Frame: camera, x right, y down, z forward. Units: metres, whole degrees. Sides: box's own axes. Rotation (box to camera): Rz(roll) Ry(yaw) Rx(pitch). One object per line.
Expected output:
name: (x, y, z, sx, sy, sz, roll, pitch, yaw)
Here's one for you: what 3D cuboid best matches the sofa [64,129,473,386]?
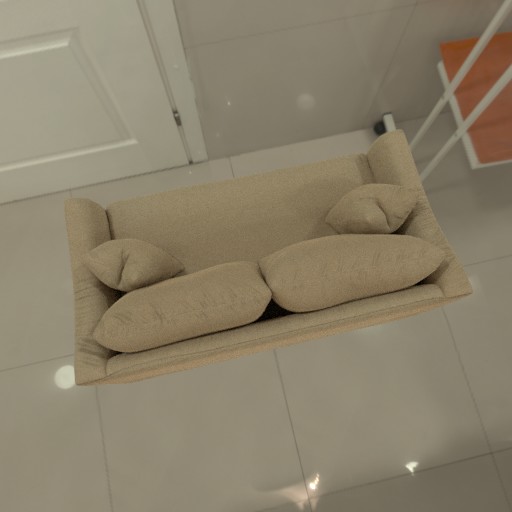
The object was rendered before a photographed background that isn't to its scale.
sofa: (0.000, 0.000, 2.611, 2.010, 1.018, 1.072, -12, 75, -3)
